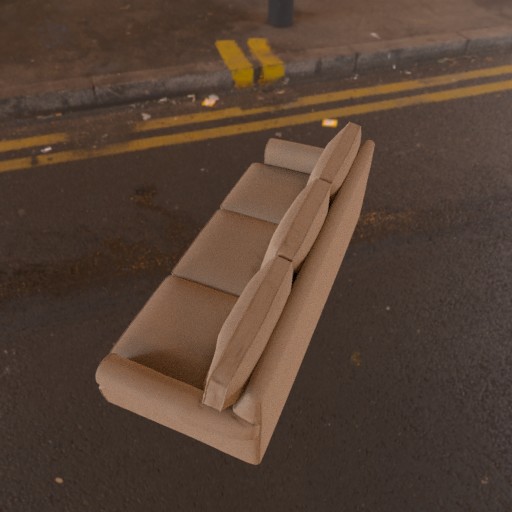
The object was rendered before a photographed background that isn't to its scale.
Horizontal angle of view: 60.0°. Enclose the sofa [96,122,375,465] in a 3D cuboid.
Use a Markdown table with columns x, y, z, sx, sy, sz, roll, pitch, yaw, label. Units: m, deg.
| x | y | z | sx | sy | sz | roll | pitch | yaw | label |
| --- | --- | --- | --- | --- | --- | --- | --- | --- | --- |
| 0.000 | 0.000 | 2.860 | 0.966 | 0.948 | 2.354 | 17 | 48 | 16 | sofa |
